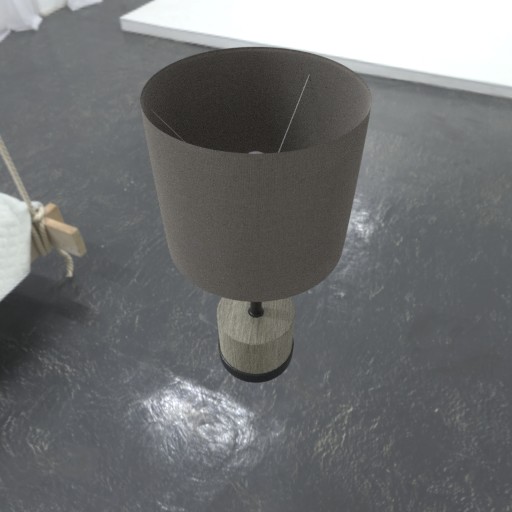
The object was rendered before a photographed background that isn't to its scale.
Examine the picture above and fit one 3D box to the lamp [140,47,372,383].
[{"bbox_3d":[0.000,0.000,0.608,0.229,0.470,0.229,3,46,3],"label":"lamp"}]
